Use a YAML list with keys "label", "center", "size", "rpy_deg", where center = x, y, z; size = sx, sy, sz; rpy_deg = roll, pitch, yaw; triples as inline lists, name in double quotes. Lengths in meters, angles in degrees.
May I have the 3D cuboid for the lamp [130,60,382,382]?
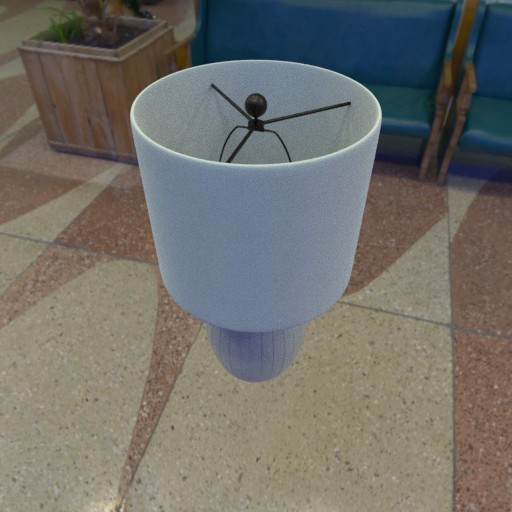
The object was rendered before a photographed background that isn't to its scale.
- label: "lamp"
  center: [0.000, 0.000, 0.770]
  size: [0.328, 0.570, 0.328]
  rpy_deg: [0, 42, 0]
